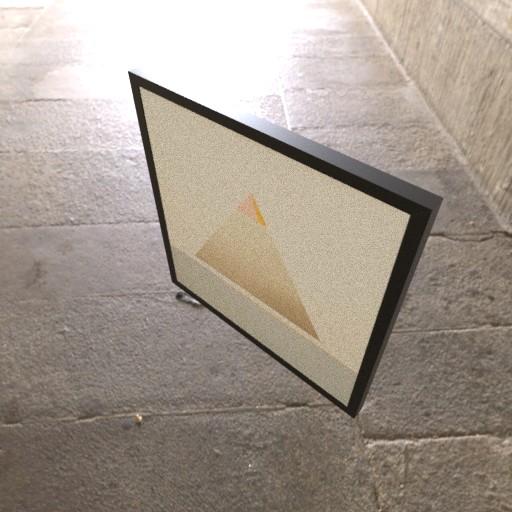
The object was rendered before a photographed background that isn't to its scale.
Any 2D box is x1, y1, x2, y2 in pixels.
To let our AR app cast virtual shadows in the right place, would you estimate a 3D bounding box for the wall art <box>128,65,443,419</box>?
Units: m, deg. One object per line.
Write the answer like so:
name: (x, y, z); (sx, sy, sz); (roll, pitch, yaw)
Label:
wall art: (0.000, 0.000, 1.156); (0.769, 0.766, 0.042); (32, 54, 27)
